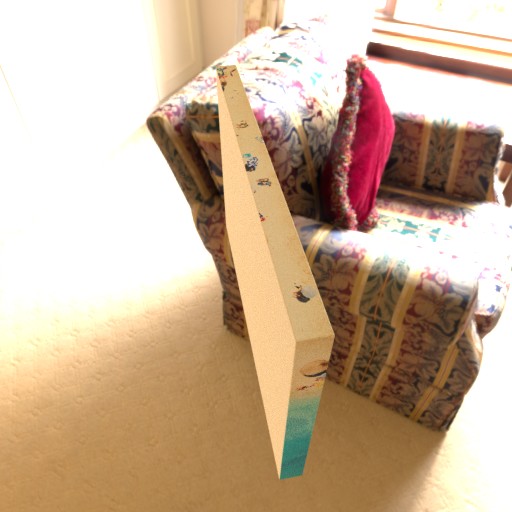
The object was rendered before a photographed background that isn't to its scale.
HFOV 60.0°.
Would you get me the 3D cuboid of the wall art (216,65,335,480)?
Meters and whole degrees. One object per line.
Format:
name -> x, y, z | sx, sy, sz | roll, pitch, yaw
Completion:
wall art -> 0.000, 0.000, 0.771 | 0.039, 0.406, 0.609 | -8, 47, -7
